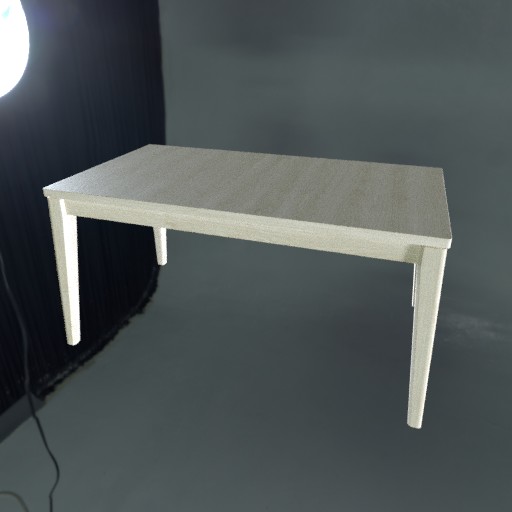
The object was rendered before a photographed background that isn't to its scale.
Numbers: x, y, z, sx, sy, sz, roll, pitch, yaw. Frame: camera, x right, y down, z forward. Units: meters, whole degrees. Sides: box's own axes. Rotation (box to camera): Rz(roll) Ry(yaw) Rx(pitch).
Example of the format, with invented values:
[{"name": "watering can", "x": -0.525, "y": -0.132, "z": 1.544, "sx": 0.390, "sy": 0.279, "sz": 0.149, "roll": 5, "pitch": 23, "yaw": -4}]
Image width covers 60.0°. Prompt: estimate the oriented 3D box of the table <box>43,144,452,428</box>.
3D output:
[{"name": "table", "x": 0.000, "y": 0.000, "z": 2.090, "sx": 1.600, "sy": 0.760, "sz": 0.900, "roll": 9, "pitch": 28, "yaw": 17}]
